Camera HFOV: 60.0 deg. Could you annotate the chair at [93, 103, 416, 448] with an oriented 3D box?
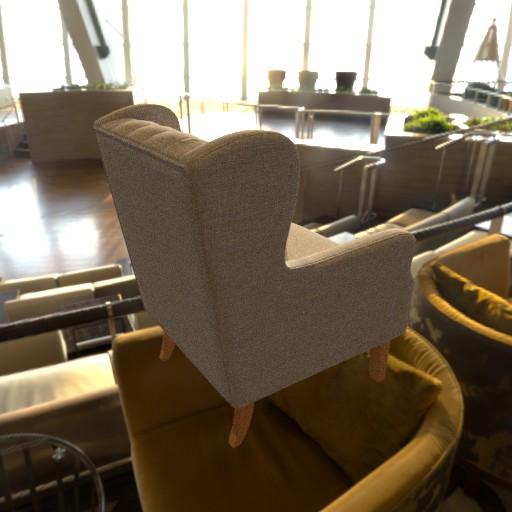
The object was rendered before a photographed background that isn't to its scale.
[{"bbox_3d":[0.000,0.000,1.461,0.760,0.930,0.710,-17,30,-32],"label":"chair"}]
